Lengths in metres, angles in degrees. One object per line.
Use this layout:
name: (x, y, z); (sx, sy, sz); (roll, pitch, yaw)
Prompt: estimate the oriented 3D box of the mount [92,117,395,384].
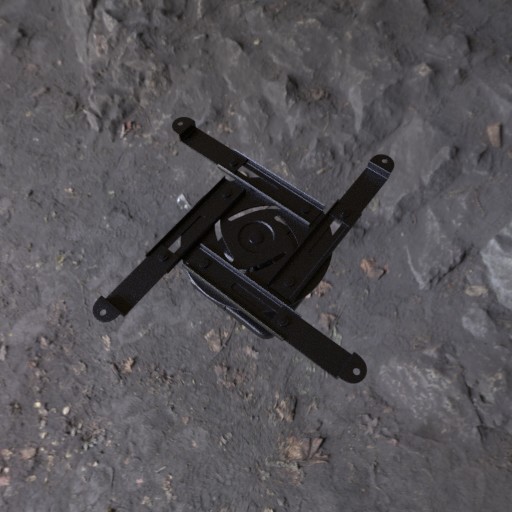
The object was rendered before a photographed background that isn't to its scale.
mount: (0.000, 0.000, 0.600); (0.394, 0.141, 0.394); (35, 69, 16)
